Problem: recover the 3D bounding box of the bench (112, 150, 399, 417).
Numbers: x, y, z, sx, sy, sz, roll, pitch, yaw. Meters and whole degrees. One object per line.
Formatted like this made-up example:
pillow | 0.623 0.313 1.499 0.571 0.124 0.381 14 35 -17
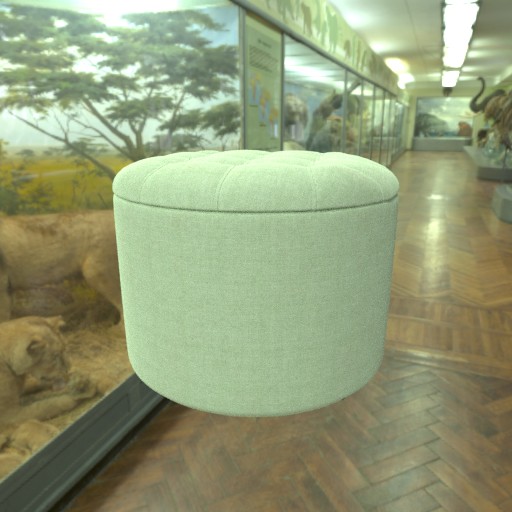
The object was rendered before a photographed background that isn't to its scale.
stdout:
bench | 0.000 0.000 1.013 0.600 0.453 0.600 0 17 0
